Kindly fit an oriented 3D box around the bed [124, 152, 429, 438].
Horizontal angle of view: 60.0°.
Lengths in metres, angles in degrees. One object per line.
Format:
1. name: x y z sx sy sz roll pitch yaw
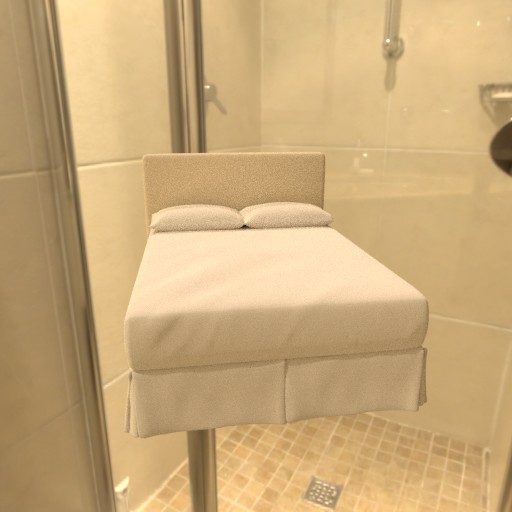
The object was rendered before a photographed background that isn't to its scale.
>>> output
1. bed: 0.000 0.000 3.223 1.714 1.330 2.147 -3 17 -8
